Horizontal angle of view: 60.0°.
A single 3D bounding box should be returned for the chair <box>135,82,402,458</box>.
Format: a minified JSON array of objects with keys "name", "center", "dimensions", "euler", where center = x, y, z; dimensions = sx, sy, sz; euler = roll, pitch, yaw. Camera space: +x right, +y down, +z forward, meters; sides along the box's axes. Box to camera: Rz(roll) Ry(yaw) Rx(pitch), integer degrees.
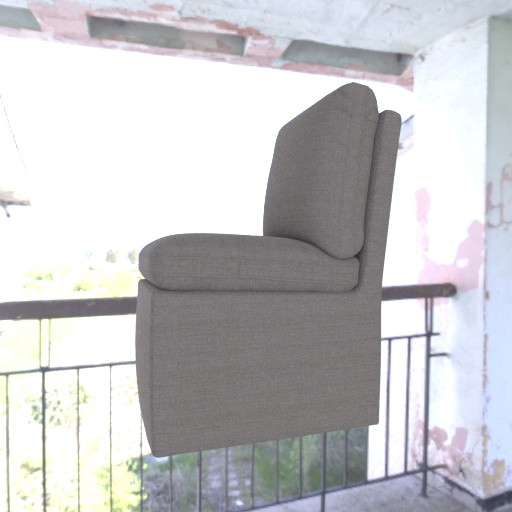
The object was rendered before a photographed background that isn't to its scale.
[{"name":"chair","center":[0.000,0.000,1.330],"dimensions":[0.698,0.927,0.503],"euler":[0,1,-19]}]
